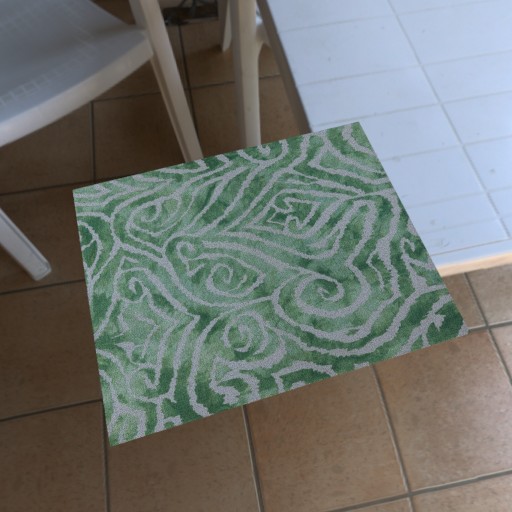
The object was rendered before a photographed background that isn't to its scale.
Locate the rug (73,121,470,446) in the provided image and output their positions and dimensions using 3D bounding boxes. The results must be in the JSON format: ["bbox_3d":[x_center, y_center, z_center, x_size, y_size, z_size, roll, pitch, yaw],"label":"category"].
[{"bbox_3d":[0.000,0.000,4.059,3.045,0.007,2.436,-15,65,-7],"label":"rug"}]
